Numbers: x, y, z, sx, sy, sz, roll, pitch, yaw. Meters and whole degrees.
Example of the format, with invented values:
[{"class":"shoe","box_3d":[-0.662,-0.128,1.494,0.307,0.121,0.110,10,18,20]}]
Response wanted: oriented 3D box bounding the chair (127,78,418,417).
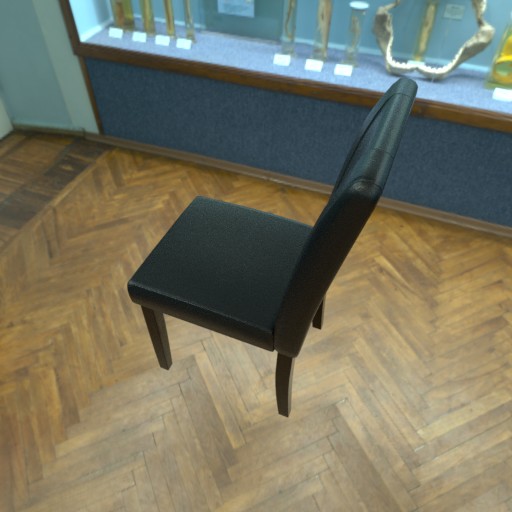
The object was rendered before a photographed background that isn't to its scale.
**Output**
[{"class":"chair","box_3d":[0.000,0.000,1.153,0.556,0.897,0.399,17,49,15]}]
